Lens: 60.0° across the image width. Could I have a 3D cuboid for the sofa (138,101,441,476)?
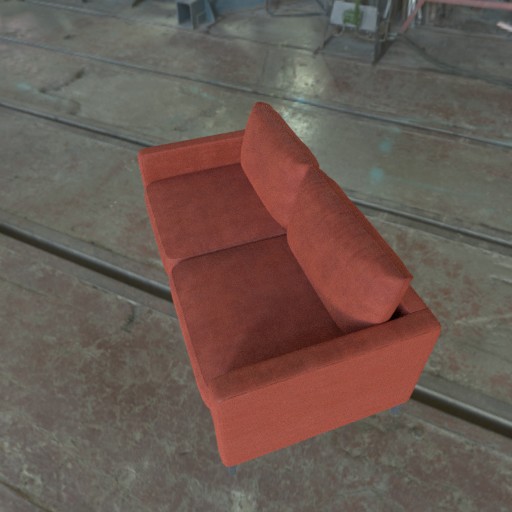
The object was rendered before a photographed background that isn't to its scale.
[{"bbox_3d":[0.000,0.000,2.124,0.864,0.896,1.574,-14,47,-14],"label":"sofa"}]
